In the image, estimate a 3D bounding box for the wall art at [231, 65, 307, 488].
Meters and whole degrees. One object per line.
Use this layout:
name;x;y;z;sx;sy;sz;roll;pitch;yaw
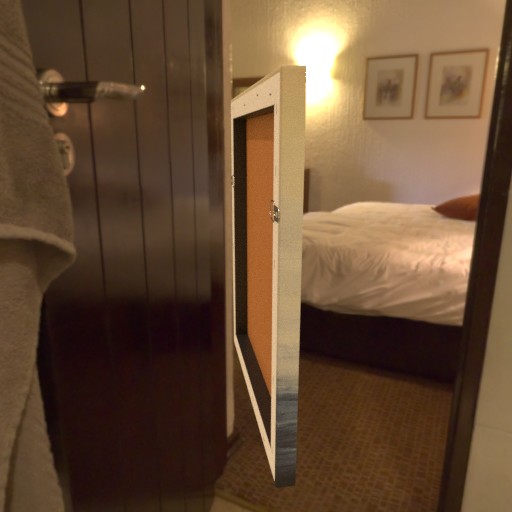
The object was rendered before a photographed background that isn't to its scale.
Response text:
wall art;0.000;0.000;0.996;0.041;0.710;0.608;-3;15;-10
